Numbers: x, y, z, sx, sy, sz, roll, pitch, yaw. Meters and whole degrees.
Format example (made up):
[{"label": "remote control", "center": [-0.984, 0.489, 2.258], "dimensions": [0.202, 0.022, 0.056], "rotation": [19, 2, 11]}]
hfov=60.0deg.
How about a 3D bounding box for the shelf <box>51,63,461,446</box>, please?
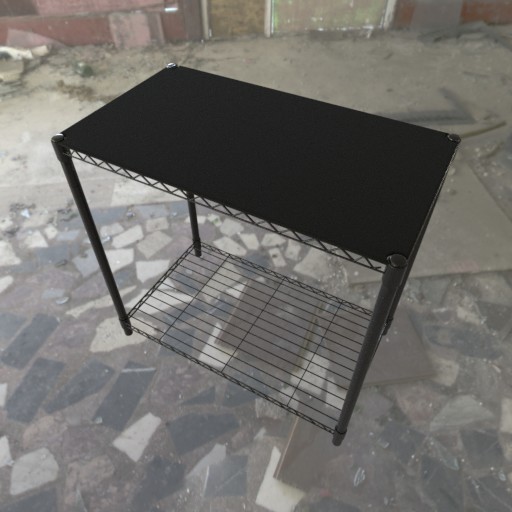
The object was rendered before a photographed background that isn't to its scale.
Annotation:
[{"label": "shelf", "center": [0.000, 0.000, 0.924], "dimensions": [0.589, 0.564, 0.338], "rotation": [22, 50, 20]}]
